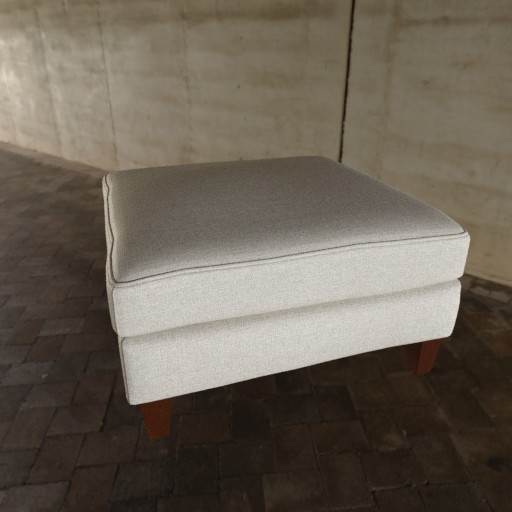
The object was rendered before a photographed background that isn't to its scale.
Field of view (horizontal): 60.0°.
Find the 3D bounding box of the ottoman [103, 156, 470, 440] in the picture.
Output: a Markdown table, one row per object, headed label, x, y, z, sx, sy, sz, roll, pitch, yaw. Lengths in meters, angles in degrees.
| label | x | y | z | sx | sy | sz | roll | pitch | yaw |
| --- | --- | --- | --- | --- | --- | --- | --- | --- | --- |
| ottoman | 0.000 | 0.000 | 1.341 | 0.838 | 0.478 | 0.838 | -8 | 26 | -16 |
